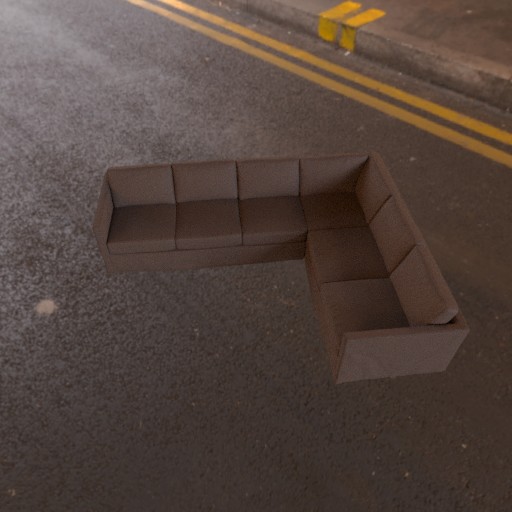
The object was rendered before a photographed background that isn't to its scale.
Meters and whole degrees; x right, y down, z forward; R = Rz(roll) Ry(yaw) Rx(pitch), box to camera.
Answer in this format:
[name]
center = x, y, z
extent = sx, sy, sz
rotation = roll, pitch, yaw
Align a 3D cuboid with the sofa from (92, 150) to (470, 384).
[sofa]
center = 0.000, 0.000, 4.402
extent = 3.182, 0.871, 2.432
rotation = -4, 47, -4
